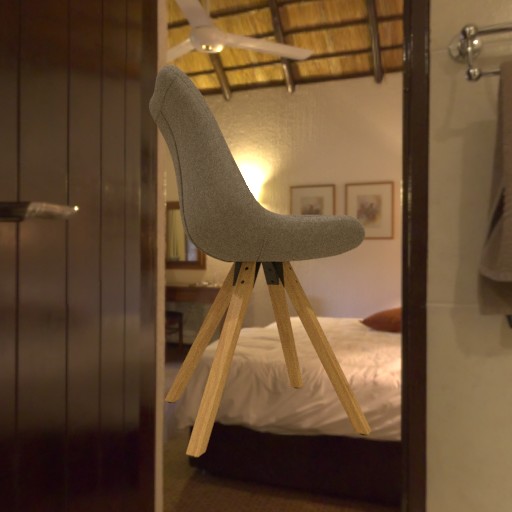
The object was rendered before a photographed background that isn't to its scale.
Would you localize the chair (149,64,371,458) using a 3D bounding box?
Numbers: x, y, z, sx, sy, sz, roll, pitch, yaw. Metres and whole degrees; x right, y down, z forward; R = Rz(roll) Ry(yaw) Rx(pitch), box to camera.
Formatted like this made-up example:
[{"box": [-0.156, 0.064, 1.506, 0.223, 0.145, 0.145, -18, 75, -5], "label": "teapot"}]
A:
[{"box": [0.000, 0.000, 1.203, 0.550, 0.865, 0.483, 0, 0, -18], "label": "chair"}]
